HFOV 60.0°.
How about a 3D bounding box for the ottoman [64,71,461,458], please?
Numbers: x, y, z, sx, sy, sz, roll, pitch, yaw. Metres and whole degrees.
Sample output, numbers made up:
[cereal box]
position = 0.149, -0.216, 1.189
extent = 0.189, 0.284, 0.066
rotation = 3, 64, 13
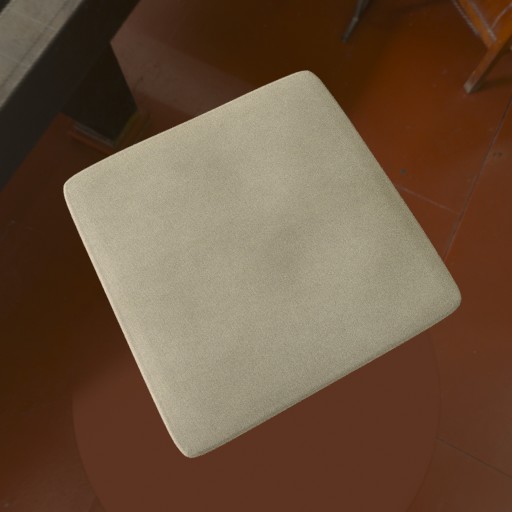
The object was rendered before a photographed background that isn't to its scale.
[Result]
[ottoman]
position = 0.000, 0.000, 1.353
extent = 0.842, 0.441, 0.843
rotation = -27, 76, -7
